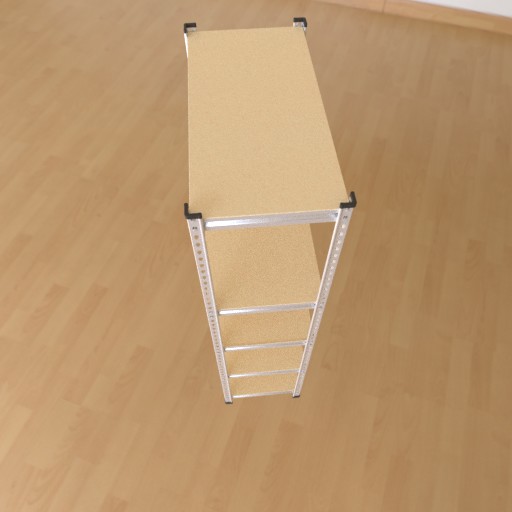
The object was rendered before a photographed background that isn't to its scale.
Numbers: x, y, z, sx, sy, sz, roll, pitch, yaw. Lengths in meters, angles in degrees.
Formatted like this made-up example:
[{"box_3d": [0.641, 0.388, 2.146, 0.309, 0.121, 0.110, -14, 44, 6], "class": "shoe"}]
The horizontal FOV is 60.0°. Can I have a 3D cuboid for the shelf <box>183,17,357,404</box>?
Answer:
[{"box_3d": [0.000, 0.000, 2.171, 0.457, 1.829, 0.914, -4, 57, -3], "class": "shelf"}]
